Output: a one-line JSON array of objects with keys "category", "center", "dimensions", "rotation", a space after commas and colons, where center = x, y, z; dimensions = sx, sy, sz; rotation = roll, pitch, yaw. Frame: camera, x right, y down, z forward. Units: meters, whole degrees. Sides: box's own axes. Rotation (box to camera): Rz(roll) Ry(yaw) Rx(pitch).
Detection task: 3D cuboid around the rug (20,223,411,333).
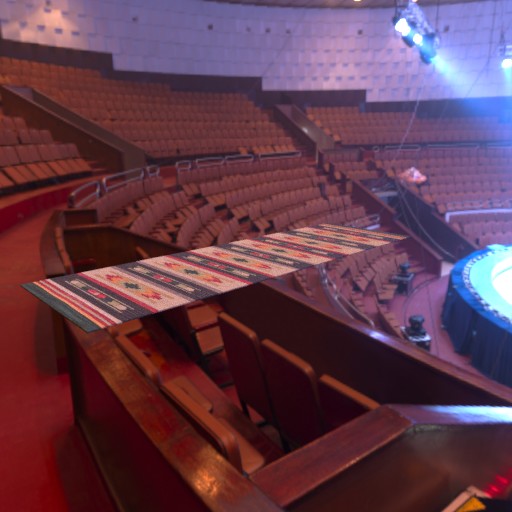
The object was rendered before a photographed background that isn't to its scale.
[{"category": "rug", "center": [0.000, 0.000, 2.699], "dimensions": [2.440, 0.009, 0.760], "rotation": [-14, 20, -42]}]
